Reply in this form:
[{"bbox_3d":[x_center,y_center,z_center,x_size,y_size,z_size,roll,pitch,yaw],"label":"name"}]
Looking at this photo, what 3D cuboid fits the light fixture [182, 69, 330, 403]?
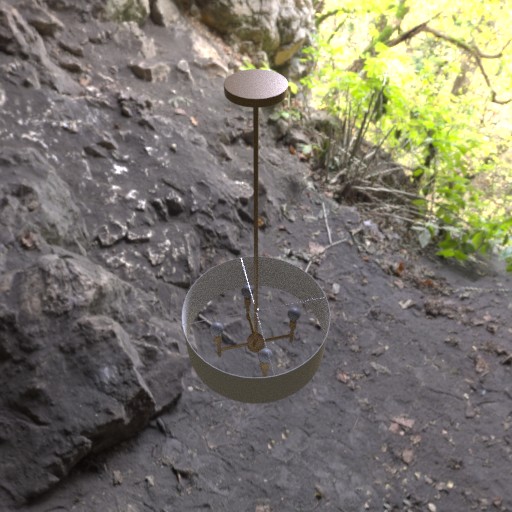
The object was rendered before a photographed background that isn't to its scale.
[{"bbox_3d":[0.000,0.000,1.322,0.508,1.067,0.508,0,47,0],"label":"light fixture"}]
